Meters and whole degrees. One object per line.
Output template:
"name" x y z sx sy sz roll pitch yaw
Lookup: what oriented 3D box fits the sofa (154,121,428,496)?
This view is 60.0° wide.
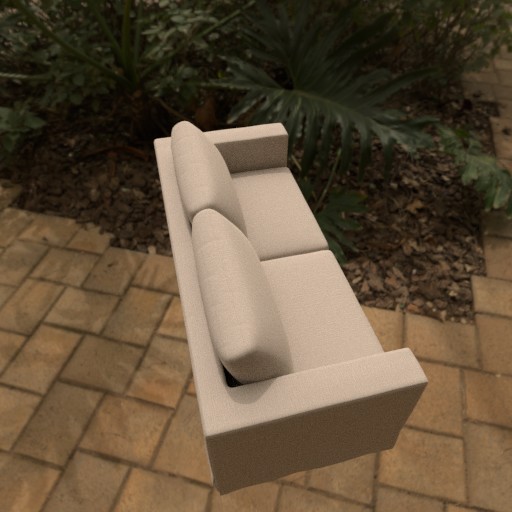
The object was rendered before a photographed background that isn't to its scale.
"sofa" 0.000 0.000 2.592 0.954 0.881 2.163 -10 47 -10
